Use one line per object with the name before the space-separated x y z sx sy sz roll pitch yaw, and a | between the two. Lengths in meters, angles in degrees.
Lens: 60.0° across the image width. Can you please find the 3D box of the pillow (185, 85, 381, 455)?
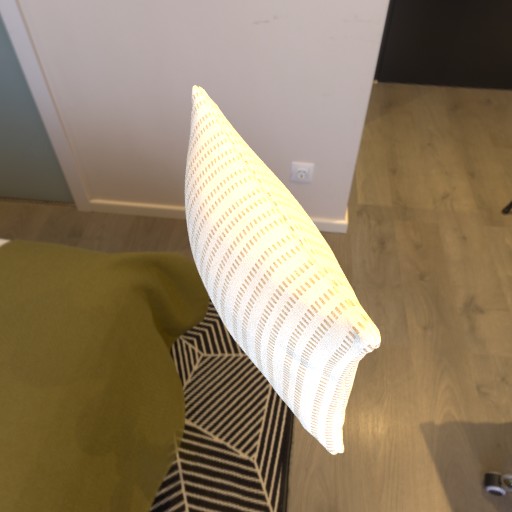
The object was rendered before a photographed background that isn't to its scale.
pillow | 0.000 0.000 0.799 0.210 0.353 0.640 -18 50 -15
